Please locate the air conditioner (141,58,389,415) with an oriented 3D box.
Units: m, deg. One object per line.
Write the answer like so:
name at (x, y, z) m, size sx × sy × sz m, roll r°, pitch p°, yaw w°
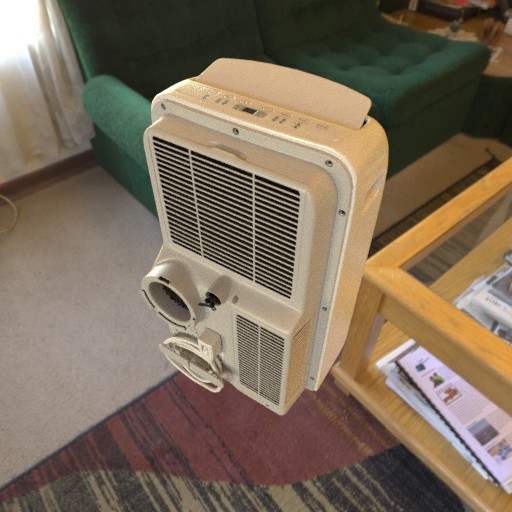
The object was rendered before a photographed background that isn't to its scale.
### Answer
air conditioner at (0.000, 0.000, 1.055) m, size 0.449 × 0.786 × 0.414 m, roll 25°, pitch 51°, yaw 22°
